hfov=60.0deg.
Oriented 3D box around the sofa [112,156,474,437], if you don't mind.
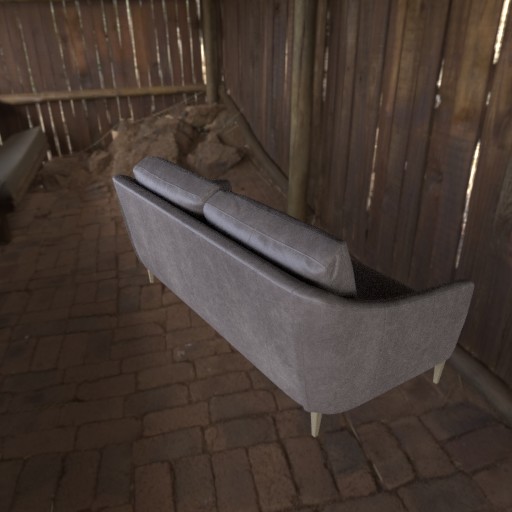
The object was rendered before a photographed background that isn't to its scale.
[{"bbox_3d":[0.000,0.000,2.502,0.960,0.902,2.036,-18,31,-32],"label":"sofa"}]
